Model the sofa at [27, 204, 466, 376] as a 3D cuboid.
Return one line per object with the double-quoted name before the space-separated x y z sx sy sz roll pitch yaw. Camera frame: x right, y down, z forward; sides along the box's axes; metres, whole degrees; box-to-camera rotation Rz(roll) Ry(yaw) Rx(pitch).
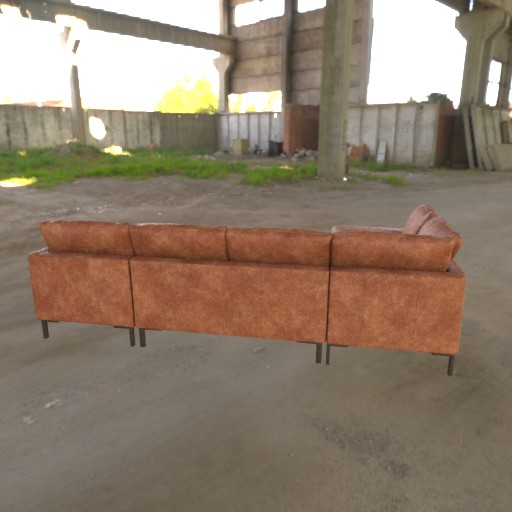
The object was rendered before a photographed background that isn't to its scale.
"sofa" 0.000 0.000 3.826 2.956 0.900 1.939 3 16 10
